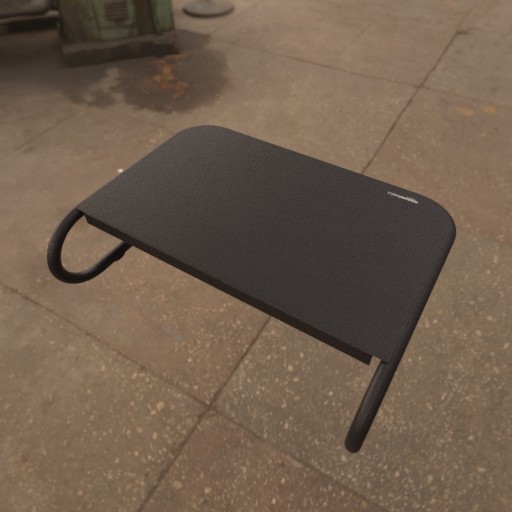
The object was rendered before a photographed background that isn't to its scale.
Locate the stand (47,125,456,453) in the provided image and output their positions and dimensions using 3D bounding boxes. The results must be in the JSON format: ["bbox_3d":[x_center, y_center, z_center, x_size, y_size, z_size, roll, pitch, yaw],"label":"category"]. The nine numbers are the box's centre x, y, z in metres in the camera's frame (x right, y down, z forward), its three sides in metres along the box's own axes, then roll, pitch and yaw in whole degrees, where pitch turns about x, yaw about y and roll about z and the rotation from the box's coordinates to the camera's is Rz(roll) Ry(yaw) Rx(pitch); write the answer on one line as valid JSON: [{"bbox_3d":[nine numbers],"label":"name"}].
[{"bbox_3d":[0.000,0.000,0.503,0.370,0.108,0.280,25,52,21],"label":"stand"}]
